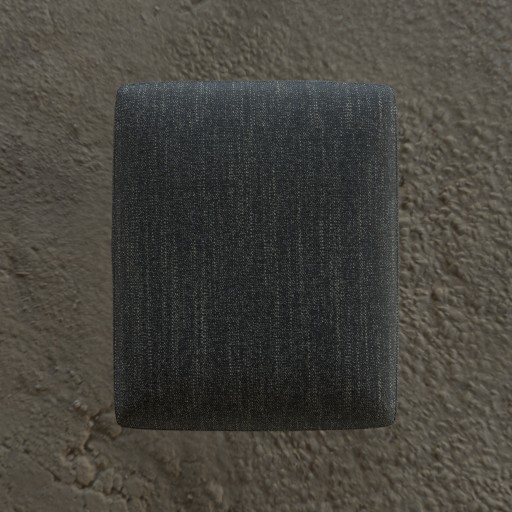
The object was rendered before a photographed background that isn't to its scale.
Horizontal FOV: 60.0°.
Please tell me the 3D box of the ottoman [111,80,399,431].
[{"bbox_3d":[0.000,0.000,1.207,0.667,0.491,0.814,0,90,0],"label":"ottoman"}]
